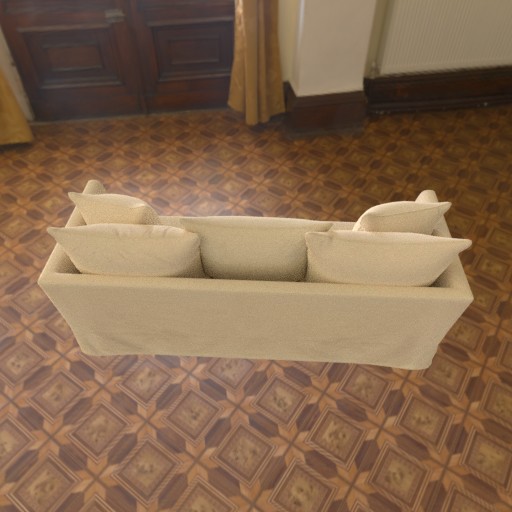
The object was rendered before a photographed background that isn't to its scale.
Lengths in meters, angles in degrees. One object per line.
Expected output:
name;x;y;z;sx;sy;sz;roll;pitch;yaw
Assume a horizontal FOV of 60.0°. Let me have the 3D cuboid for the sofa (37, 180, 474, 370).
sofa;0.000;0.000;2.990;2.484;1.042;1.030;2;46;2
